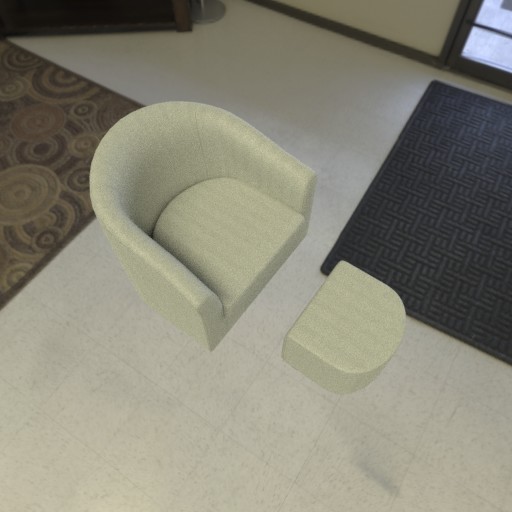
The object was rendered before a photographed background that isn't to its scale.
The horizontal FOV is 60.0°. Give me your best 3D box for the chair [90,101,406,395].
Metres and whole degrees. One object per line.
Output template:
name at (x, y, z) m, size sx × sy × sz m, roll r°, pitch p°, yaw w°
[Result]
chair at (0.000, 0.000, 1.792) m, size 1.288 × 0.757 × 0.756 m, roll 32°, pitch 63°, yaw 18°
